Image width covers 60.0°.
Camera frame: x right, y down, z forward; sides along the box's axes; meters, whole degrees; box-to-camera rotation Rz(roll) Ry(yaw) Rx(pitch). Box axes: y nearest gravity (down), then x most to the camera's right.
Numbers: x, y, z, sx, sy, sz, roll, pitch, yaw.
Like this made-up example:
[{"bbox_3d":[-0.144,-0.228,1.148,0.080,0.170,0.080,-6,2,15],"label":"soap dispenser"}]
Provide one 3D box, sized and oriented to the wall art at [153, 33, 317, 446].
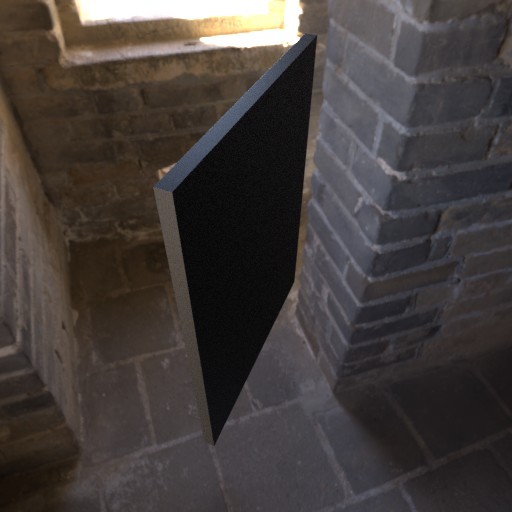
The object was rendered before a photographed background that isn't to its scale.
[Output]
[{"bbox_3d":[0.000,0.000,1.388,0.038,1.062,0.806,17,47,16],"label":"wall art"}]
